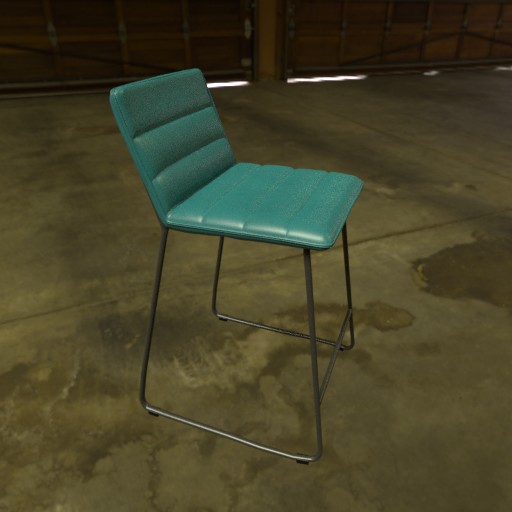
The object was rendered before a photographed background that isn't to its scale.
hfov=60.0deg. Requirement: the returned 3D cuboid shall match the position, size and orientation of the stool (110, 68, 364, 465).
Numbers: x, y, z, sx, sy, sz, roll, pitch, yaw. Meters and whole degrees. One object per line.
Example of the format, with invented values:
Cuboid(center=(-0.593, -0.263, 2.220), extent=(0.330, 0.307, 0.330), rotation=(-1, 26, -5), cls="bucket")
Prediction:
Cuboid(center=(0.000, 0.000, 1.167), extent=(0.524, 0.866, 0.489), rotation=(11, 31, 18), cls="stool")
